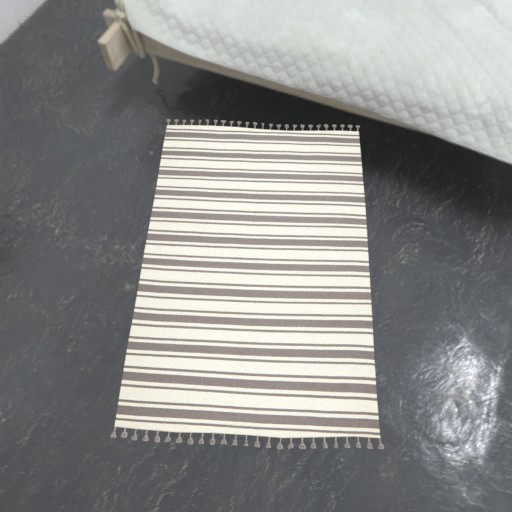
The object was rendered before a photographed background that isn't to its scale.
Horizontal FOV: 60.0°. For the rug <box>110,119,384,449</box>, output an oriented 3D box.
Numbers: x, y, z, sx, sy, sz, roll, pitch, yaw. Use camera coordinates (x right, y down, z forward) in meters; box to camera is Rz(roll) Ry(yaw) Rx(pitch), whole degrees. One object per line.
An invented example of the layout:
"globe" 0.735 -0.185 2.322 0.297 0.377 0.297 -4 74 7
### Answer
"rug" 0.000 0.000 3.050 1.563 0.014 2.425 2 64 1
